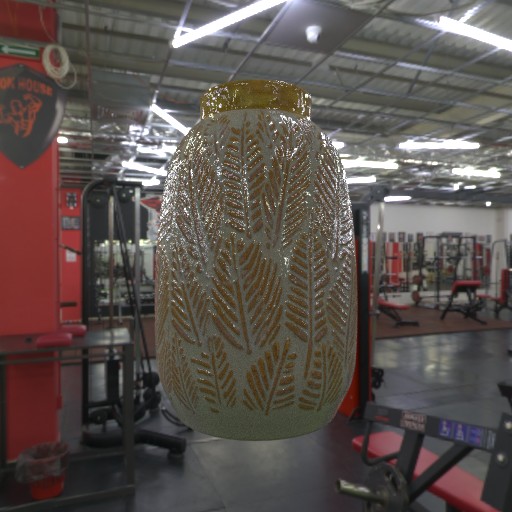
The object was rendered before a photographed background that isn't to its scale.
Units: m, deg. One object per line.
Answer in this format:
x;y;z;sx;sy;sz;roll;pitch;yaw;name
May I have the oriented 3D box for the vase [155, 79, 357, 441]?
0.000;0.000;0.386;0.172;0.270;0.172;0;0;0;vase
